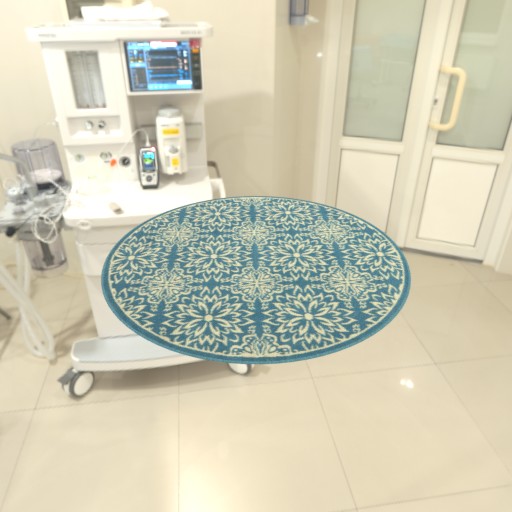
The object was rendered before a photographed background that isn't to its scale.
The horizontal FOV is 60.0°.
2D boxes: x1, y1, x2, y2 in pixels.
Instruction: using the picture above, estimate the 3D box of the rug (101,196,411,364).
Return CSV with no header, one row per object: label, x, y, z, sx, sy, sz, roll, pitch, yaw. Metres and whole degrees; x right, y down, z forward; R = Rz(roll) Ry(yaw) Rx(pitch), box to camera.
rug,0.000,0.000,2.377,1.593,0.012,1.593,0,31,0
